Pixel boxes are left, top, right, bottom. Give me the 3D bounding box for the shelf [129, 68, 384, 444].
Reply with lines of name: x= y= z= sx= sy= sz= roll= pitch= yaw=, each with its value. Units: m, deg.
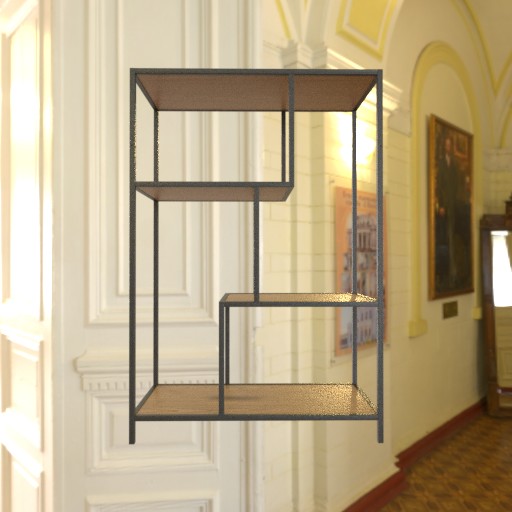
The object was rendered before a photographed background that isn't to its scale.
shelf: x=0.000 y=0.000 z=1.519 sx=0.770 sy=1.138 sz=0.350 roll=0 pitch=0 yaw=-1
